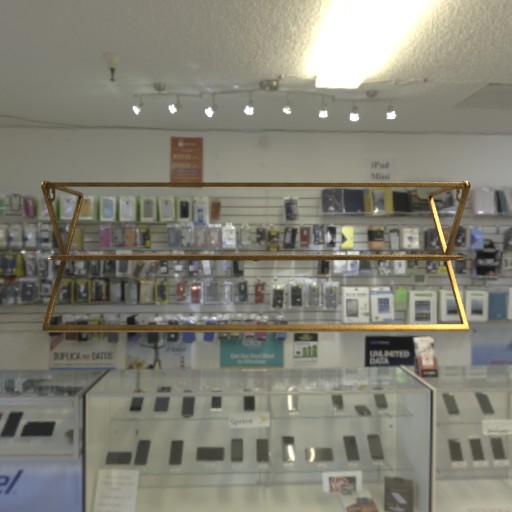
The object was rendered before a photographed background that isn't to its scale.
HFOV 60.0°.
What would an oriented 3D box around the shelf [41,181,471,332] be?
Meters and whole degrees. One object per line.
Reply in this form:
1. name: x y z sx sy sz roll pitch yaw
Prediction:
1. shelf: 0.000 0.000 0.740 0.645 0.229 0.150 0 1 0
